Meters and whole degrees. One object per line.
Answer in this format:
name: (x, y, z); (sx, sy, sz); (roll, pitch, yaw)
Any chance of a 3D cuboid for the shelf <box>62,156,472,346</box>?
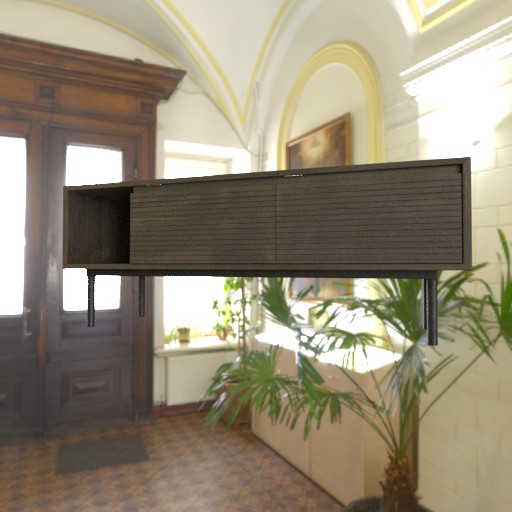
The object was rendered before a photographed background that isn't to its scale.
shelf: (0.000, 0.000, 1.526); (1.300, 0.495, 0.400); (0, -1, 19)
